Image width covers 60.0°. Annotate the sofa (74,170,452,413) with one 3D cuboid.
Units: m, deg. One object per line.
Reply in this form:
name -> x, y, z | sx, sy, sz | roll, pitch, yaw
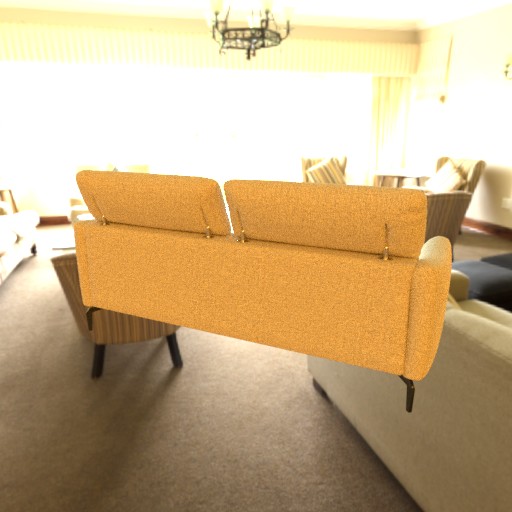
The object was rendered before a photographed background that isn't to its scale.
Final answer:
sofa -> 0.000, 0.000, 2.495 | 2.015, 0.956, 0.856 | 8, 18, 24
